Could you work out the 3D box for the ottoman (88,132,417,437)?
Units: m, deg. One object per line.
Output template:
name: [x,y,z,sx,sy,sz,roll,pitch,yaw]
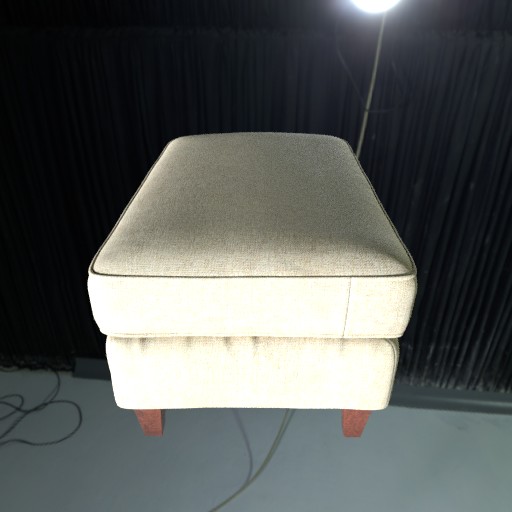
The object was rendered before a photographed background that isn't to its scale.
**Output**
ottoman: [0.000,0.000,1.197,0.583,0.484,0.862,1,31,1]
